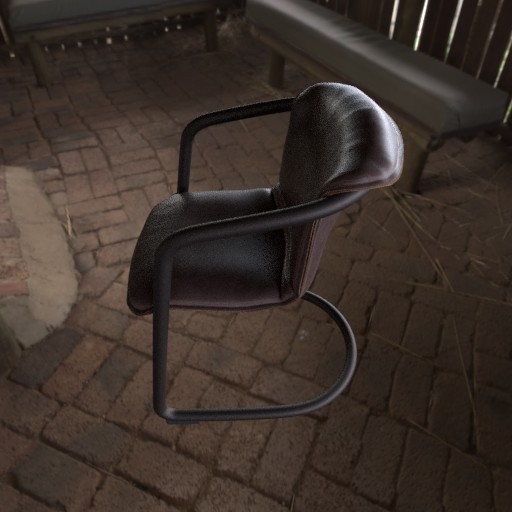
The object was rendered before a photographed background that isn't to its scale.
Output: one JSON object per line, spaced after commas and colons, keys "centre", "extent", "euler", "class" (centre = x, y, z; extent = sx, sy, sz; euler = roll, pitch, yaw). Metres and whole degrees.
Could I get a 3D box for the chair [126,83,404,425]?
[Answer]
{"centre": [0.000, 0.000, 1.215], "extent": [0.664, 0.836, 0.536], "euler": [-1, 42, -1], "class": "chair"}
